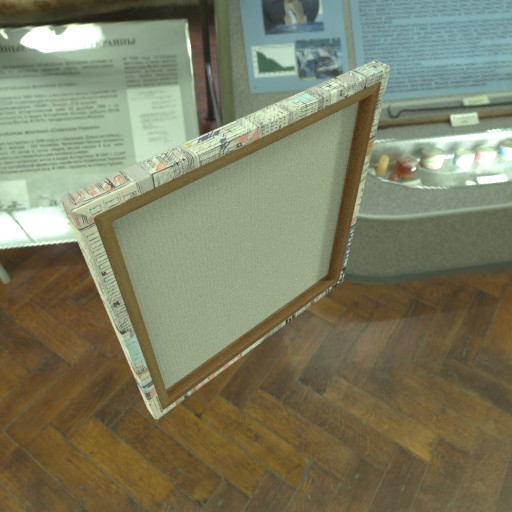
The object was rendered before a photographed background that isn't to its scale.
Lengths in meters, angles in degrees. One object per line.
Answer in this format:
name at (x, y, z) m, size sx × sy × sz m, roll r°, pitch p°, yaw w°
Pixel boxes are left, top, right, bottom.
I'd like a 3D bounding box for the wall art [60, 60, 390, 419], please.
wall art at (0.000, 0.000, 1.118) m, size 0.761 × 0.762 × 0.048 m, roll -32°, pitch 55°, yaw -26°
